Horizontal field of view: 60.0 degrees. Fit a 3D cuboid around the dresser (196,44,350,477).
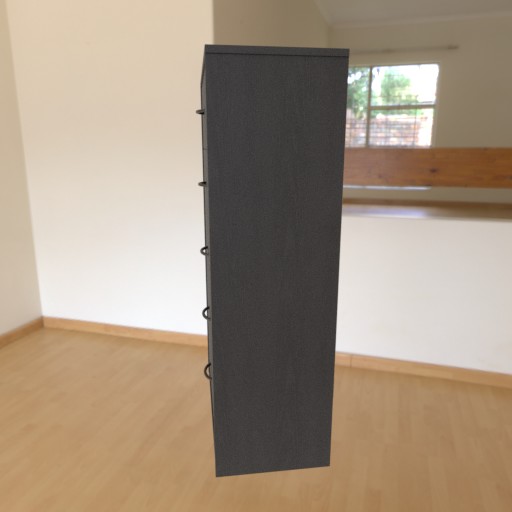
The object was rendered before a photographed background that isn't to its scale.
[{"bbox_3d":[0.000,0.000,1.600,0.399,1.255,0.704,-2,14,-8],"label":"dresser"}]
